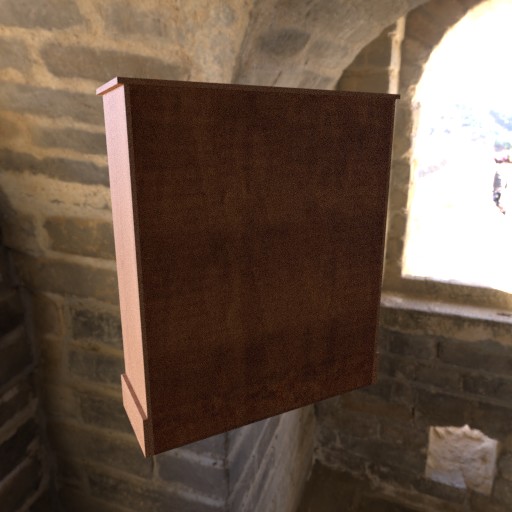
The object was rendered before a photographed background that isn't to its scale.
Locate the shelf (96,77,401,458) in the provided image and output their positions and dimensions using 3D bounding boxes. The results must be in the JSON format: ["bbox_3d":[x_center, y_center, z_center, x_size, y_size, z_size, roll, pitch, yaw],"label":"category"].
[{"bbox_3d":[0.000,0.000,1.406,0.840,0.980,0.291,-8,17,-27],"label":"shelf"}]
